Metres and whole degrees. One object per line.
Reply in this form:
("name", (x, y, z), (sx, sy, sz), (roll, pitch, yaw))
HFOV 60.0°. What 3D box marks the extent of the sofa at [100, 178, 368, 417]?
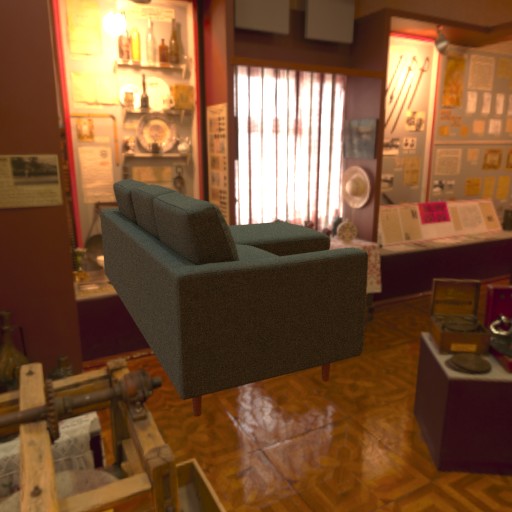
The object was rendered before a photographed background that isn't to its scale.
("sofa", (0.000, 0.000, 2.919), (1.667, 0.957, 2.055), (-7, 15, -26))
